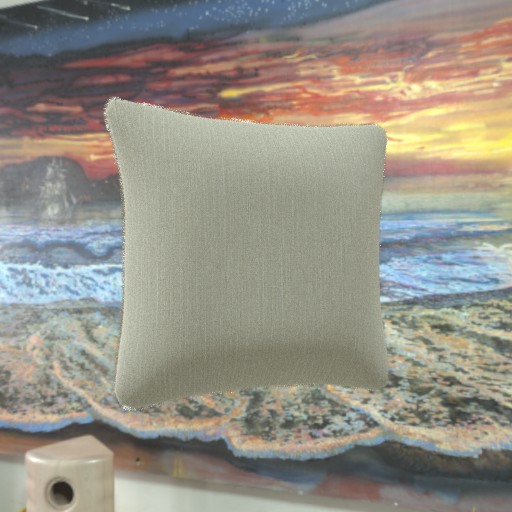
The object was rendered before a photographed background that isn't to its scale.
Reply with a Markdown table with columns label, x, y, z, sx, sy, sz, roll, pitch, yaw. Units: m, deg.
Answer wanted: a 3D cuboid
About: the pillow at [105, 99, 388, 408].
| label | x | y | z | sx | sy | sz | roll | pitch | yaw |
| --- | --- | --- | --- | --- | --- | --- | --- | --- | --- |
| pillow | 0.000 | 0.000 | 0.824 | 0.538 | 0.525 | 0.216 | 0 | 0 | -17 |
